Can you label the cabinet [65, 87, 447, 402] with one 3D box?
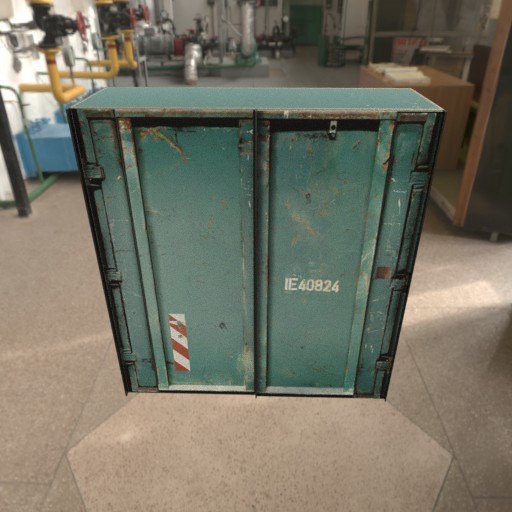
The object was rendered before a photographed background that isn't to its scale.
[{"bbox_3d":[0.000,0.000,3.156,2.000,2.160,0.680,1,30,1],"label":"cabinet"}]
